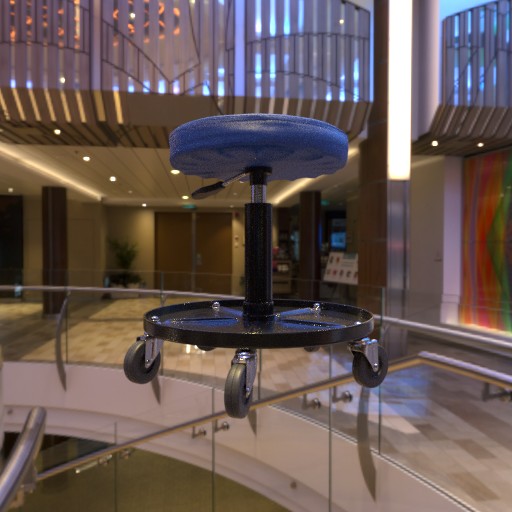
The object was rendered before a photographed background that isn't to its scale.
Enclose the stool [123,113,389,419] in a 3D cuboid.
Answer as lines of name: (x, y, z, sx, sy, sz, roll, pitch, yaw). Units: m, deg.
stool: (0.000, 0.000, 0.695, 0.382, 0.365, 0.381, 1, 1, 37)
